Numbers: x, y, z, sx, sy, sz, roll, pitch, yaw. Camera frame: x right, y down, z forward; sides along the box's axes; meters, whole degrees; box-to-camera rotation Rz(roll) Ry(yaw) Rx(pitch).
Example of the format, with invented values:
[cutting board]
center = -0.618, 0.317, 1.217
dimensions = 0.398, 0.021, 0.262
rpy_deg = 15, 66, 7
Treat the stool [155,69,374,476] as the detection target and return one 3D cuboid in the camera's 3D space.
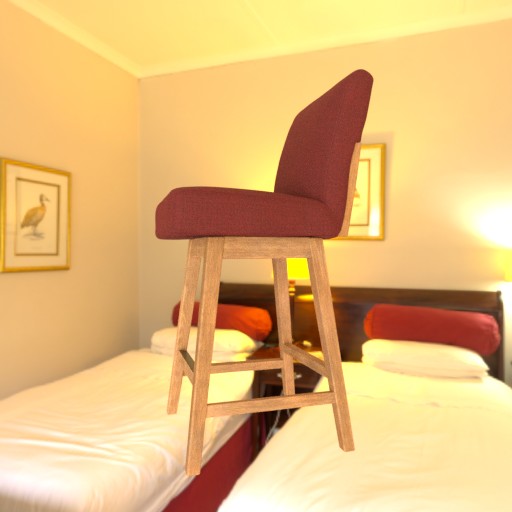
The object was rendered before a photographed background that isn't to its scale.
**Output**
[stool]
center = 0.000, 0.000, 1.326
dimensions = 0.562, 1.038, 0.468
rpy_deg = 0, 1, -18
